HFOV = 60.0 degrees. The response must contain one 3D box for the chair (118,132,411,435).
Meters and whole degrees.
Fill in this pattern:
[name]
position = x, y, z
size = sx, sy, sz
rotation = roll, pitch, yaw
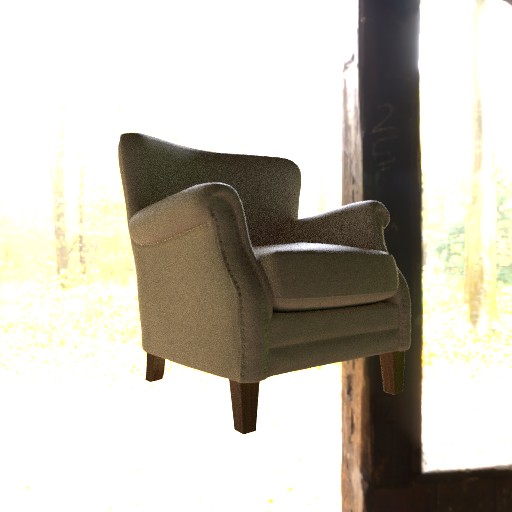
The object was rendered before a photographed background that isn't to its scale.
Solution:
[chair]
position = 0.000, 0.000, 1.643
size = 0.861, 0.936, 0.921
rotation = 0, 0, -36
